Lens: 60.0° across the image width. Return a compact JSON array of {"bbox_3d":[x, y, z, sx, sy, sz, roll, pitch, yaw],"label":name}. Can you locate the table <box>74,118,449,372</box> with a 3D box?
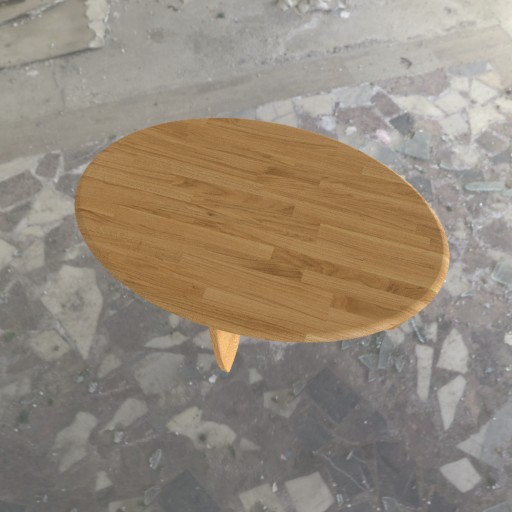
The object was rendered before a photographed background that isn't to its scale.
[{"bbox_3d":[0.000,0.000,1.403,1.040,0.490,0.690,15,61,9],"label":"table"}]
